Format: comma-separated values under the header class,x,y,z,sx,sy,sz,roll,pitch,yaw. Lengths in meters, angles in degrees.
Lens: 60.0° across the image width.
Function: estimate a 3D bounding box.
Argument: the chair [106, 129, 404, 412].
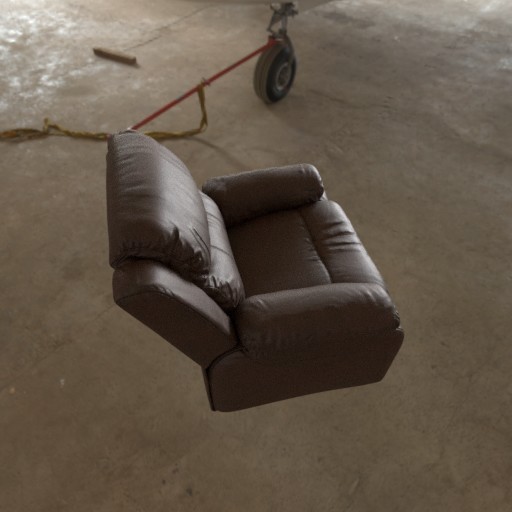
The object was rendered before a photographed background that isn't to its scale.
class,x,y,z,sx,sy,sz,roll,pitch,yaw
chair,0.000,0.000,1.272,0.707,0.702,0.680,-10,48,-9
